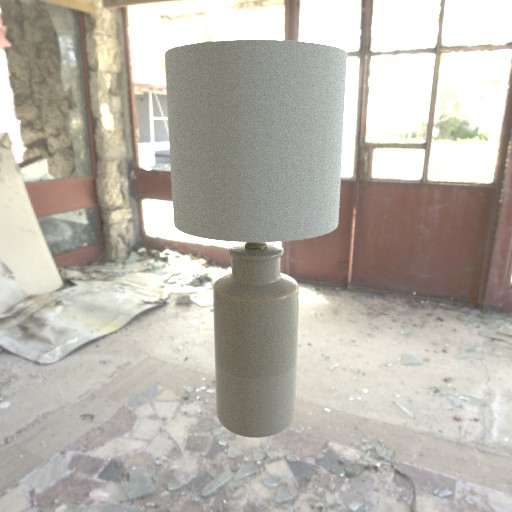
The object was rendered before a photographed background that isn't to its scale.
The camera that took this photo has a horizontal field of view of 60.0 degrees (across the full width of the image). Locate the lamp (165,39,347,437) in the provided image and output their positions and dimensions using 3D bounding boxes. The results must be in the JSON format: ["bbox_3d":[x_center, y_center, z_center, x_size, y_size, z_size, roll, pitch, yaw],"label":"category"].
[{"bbox_3d":[0.000,0.000,0.593,0.212,0.493,0.212,-8,19,-26],"label":"lamp"}]
